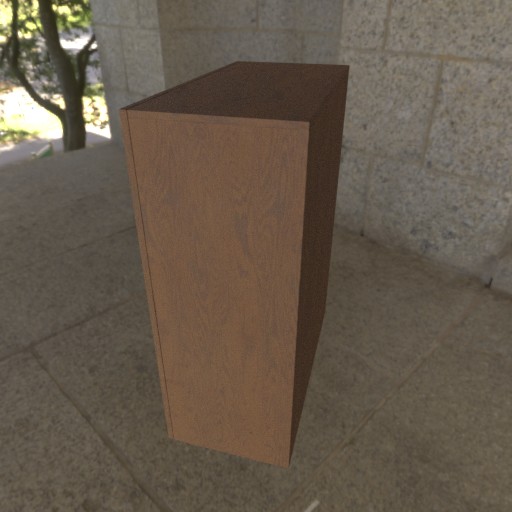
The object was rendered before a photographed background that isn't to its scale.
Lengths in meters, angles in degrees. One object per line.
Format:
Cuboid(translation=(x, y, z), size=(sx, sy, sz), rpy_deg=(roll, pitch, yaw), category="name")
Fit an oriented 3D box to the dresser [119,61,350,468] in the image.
Cuboid(translation=(0.000, 0.000, 1.781), size=(0.516, 1.320, 0.964), rpy_deg=(8, 31, 13), category="dresser")
